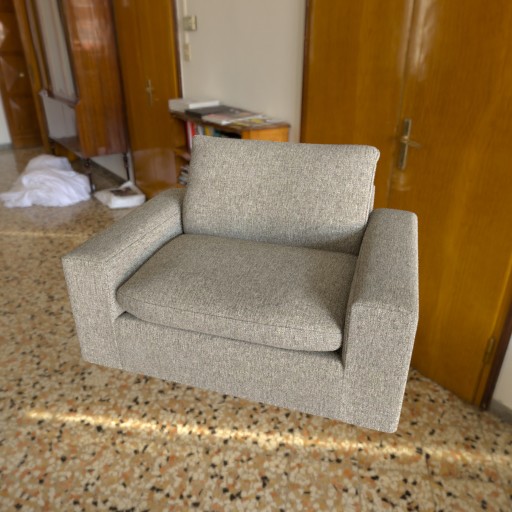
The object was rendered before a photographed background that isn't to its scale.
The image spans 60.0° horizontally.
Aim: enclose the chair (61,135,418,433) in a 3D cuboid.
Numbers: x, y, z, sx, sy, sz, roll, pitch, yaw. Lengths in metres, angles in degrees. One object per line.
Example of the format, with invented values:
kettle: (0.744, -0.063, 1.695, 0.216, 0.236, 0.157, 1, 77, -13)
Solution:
chair: (0.000, 0.000, 2.048, 1.398, 0.915, 1.039, 8, 27, 16)
